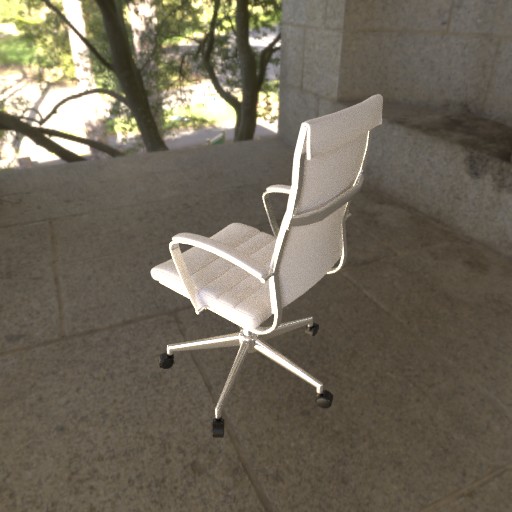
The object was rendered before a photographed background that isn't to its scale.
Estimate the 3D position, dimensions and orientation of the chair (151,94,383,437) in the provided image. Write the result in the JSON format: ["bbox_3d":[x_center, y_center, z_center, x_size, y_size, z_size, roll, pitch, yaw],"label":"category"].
[{"bbox_3d":[0.000,0.000,1.645,0.739,1.149,0.766,20,36,31],"label":"chair"}]
